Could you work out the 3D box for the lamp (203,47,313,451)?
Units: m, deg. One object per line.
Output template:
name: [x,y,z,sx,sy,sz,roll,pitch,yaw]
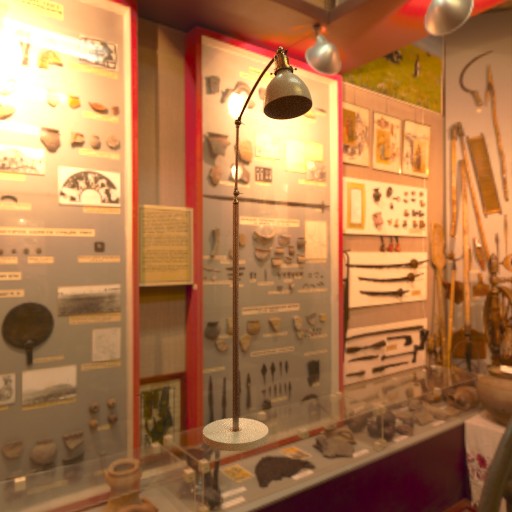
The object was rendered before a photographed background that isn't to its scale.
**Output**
lamp: [0.000,0.000,1.820,0.288,1.586,0.599,0,0,-35]
